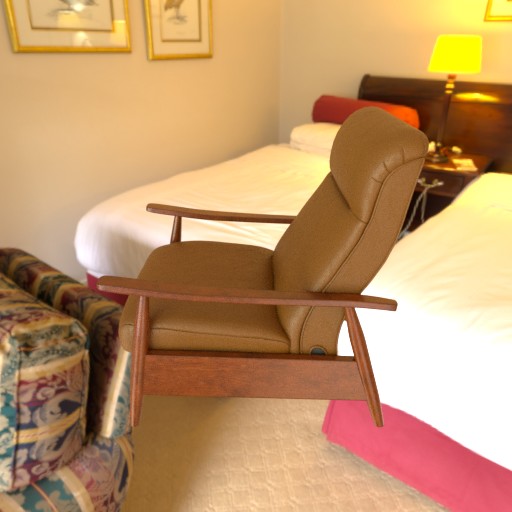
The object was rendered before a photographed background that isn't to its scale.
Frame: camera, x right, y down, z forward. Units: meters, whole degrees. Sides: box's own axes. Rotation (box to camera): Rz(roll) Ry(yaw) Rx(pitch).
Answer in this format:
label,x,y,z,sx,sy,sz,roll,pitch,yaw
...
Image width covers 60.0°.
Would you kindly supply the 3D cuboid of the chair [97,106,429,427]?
label,x,y,z,sx,sy,sz,roll,pitch,yaw
chair,0.000,0.000,1.770,1.014,1.082,0.762,0,26,0
